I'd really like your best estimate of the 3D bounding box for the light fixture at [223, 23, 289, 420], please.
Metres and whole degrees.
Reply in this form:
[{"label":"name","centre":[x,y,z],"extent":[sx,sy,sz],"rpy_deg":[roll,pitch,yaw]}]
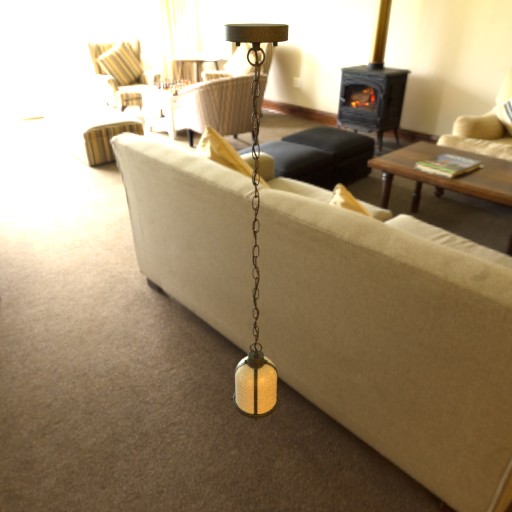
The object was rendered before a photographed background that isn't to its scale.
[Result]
[{"label":"light fixture","centre":[0.000,0.000,1.275],"extent":[0.178,1.181,0.178],"rpy_deg":[0,30,1]}]
